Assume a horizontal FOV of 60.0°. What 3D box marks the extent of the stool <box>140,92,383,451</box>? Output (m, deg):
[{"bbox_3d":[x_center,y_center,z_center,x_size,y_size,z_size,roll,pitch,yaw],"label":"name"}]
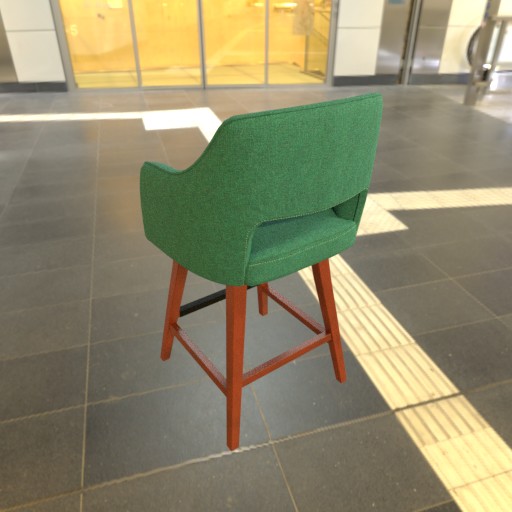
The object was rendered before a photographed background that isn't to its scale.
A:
[{"bbox_3d":[0.000,0.000,1.304,0.548,0.961,0.556,-20,36,-30],"label":"stool"}]
